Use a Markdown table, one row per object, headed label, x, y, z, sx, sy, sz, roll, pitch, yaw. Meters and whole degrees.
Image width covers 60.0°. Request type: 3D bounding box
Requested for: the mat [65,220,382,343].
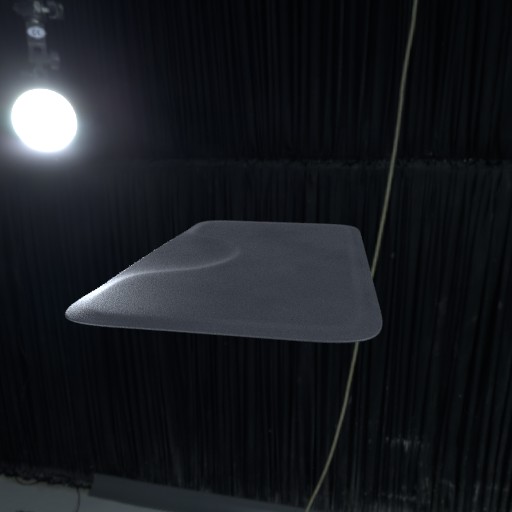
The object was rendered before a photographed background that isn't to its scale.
| label | x | y | z | sx | sy | sz | roll | pitch | yaw |
| --- | --- | --- | --- | --- | --- | --- | --- | --- | --- |
| mat | 0.000 | 0.000 | 1.870 | 0.918 | 0.013 | 1.524 | 3 | 16 | 9 |
